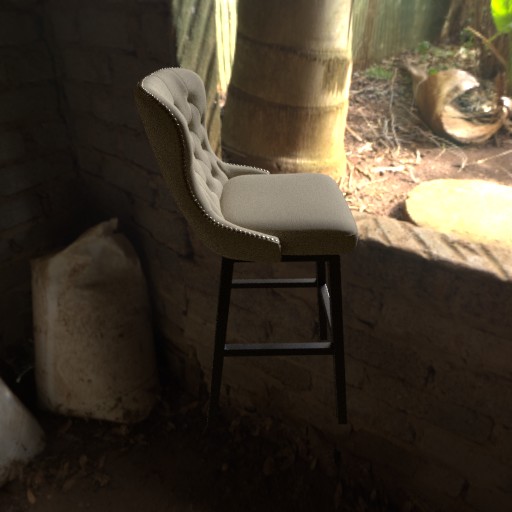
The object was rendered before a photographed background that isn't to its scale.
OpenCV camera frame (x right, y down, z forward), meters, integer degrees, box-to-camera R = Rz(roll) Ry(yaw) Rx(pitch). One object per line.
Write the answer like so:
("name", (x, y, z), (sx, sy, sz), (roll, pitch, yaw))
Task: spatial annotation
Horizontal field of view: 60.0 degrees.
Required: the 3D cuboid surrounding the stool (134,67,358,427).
("stool", (0.000, 0.000, 1.403), (0.605, 1.066, 0.528), (-1, 31, -1))
